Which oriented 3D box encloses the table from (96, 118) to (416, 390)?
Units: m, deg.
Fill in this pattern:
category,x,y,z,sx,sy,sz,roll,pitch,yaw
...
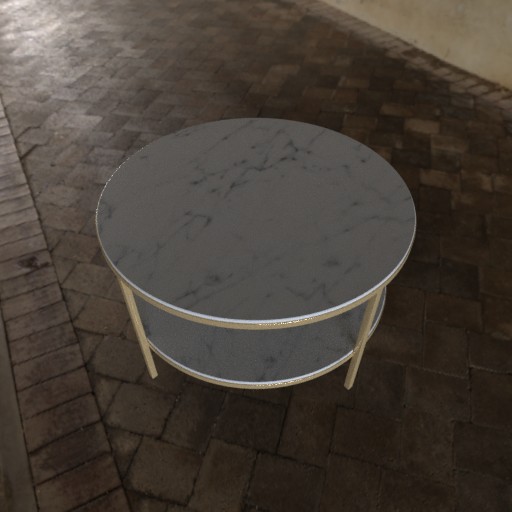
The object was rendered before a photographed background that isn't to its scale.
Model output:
category,x,y,z,sx,sy,sz,roll,pitch,yaw
table,0.000,0.000,1.296,0.800,0.450,0.800,0,46,0
